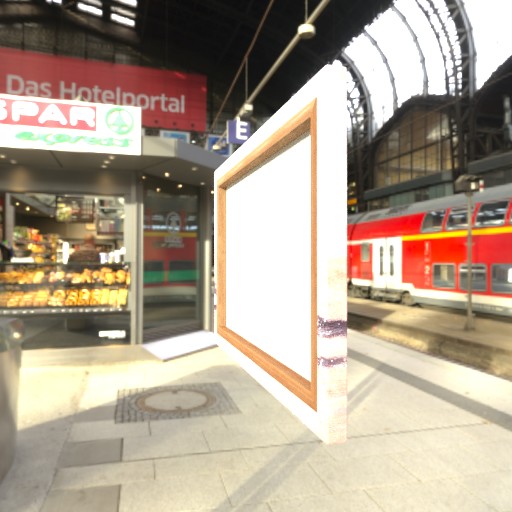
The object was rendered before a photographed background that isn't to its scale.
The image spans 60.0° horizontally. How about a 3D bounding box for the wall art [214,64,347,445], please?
[{"bbox_3d":[0.000,0.000,1.149,0.038,0.609,0.913,0,0,-17],"label":"wall art"}]
